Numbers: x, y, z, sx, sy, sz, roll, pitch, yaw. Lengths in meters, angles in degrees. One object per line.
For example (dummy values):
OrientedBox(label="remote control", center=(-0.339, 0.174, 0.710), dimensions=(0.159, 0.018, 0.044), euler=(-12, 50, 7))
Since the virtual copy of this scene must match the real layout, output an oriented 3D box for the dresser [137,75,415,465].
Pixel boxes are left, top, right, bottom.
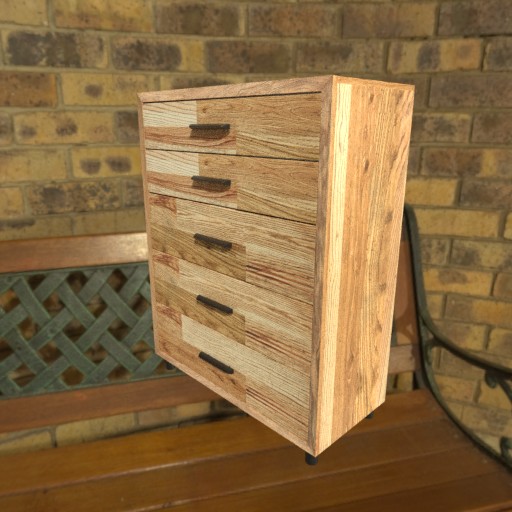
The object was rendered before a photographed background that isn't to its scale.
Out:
OrientedBox(label="dresser", center=(0.000, 0.000, 1.763), dimensions=(0.480, 1.243, 0.966), euler=(-16, 23, -42))
